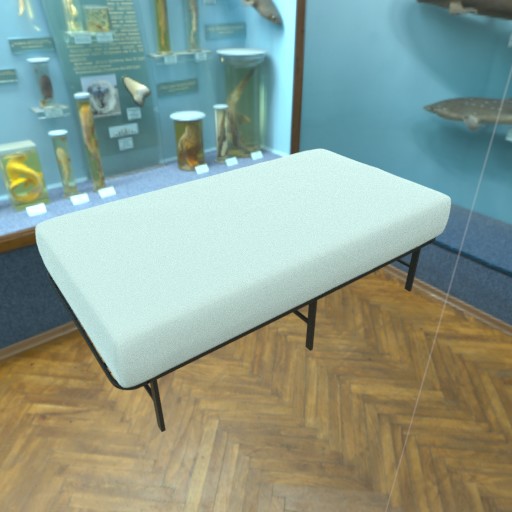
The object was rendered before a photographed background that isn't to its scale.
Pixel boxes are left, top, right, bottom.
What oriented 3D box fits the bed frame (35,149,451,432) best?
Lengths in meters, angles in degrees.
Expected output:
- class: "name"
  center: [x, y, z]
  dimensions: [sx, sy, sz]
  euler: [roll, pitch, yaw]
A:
- class: "bed frame"
  center: [0.000, 0.000, 2.366]
  dimensions: [1.908, 0.640, 1.025]
  euler: [-21, 38, -30]
